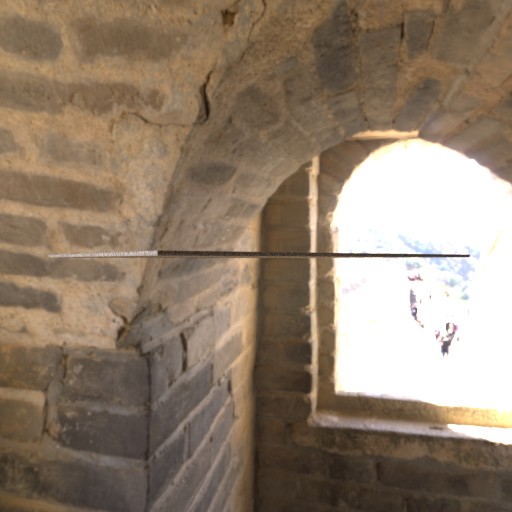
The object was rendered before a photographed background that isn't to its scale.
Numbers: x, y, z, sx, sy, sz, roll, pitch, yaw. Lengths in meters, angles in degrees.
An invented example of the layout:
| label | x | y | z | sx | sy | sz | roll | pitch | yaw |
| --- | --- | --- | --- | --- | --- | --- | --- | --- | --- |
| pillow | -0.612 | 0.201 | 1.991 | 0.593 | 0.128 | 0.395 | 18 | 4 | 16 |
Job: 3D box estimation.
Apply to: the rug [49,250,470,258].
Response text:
| label | x | y | z | sx | sy | sz | roll | pitch | yaw |
| --- | --- | --- | --- | --- | --- | --- | --- | --- | --- |
| rug | 0.000 | 0.000 | 4.038 | 3.000 | 0.026 | 2.400 | 0 | -1 | -37 |
